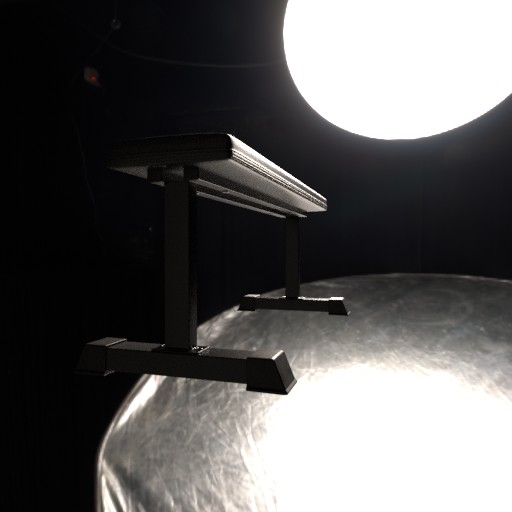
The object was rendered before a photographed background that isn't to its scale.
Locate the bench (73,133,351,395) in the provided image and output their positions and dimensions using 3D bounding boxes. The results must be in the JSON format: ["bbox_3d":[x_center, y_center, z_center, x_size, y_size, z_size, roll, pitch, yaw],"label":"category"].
[{"bbox_3d":[0.000,0.000,1.292,0.439,0.453,1.072,0,1,18],"label":"bench"}]
